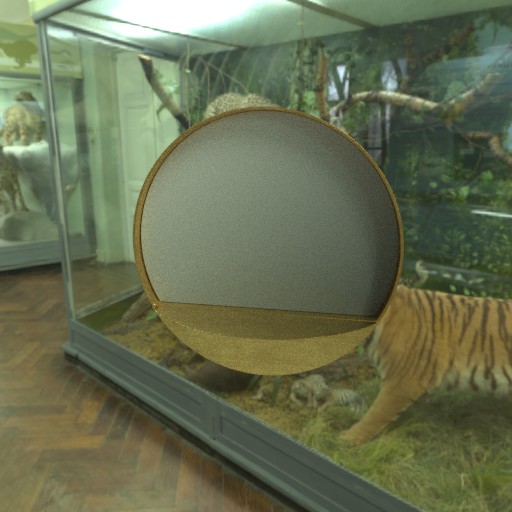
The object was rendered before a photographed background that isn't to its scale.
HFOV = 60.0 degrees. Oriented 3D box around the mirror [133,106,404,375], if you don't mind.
[{"bbox_3d":[0.000,0.000,0.703,0.457,0.457,0.133,3,14,11],"label":"mirror"}]
